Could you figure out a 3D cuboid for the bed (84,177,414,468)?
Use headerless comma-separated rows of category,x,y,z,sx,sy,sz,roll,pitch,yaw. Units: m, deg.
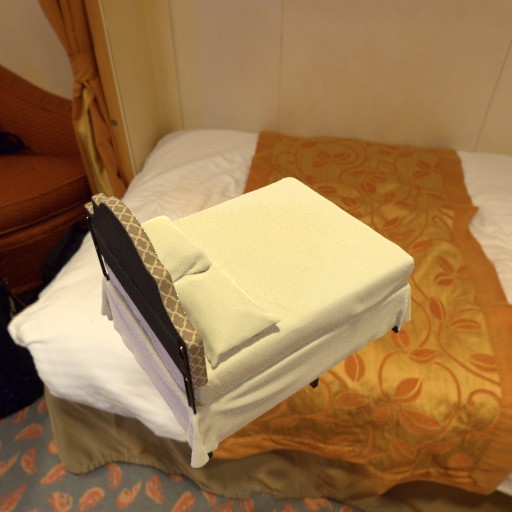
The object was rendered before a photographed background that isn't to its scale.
bed,0.000,0.000,3.454,2.222,1.633,1.780,-25,47,-26
